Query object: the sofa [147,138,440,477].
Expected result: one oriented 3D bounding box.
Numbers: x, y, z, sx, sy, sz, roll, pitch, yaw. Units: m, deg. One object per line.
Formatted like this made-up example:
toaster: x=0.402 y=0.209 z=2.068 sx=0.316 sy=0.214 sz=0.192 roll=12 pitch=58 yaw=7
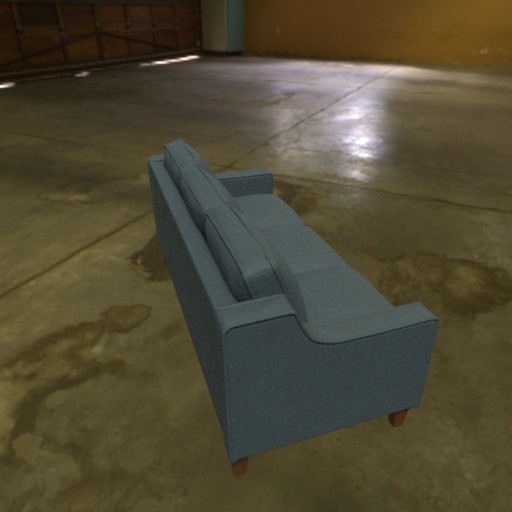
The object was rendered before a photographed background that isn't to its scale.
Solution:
sofa: x=0.000 y=0.000 z=2.527 sx=0.911 sy=0.974 sz=1.986 roll=-10 pitch=31 yaw=-16
